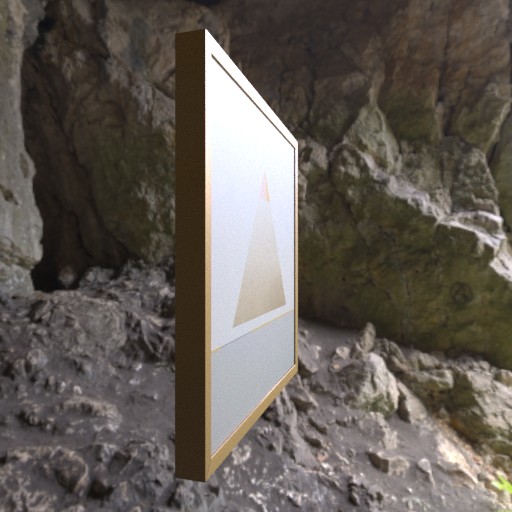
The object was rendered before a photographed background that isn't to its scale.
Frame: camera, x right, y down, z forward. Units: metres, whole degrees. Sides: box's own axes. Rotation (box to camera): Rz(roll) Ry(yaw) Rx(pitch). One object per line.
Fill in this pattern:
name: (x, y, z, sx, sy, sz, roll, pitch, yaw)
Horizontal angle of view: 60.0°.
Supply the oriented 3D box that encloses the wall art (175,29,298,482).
wall art: (0.000, 0.000, 0.749, 0.038, 0.511, 0.513, 0, 0, 17)
